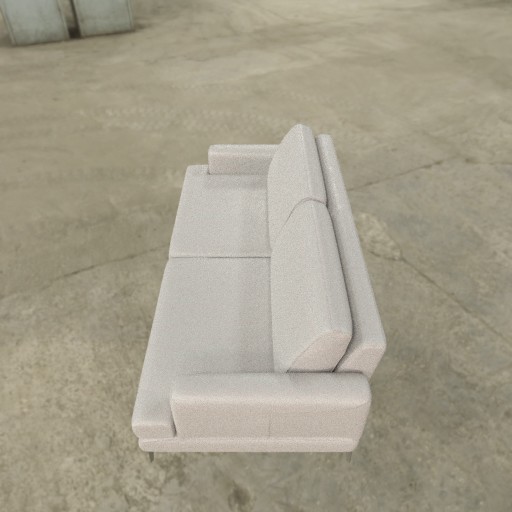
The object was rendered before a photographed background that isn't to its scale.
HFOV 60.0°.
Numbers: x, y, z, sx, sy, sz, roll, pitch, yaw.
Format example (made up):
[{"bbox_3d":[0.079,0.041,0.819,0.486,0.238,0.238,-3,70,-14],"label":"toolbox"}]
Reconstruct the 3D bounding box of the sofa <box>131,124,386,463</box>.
[{"bbox_3d":[0.000,0.000,2.399,0.974,0.765,1.940,0,42,0],"label":"sofa"}]
